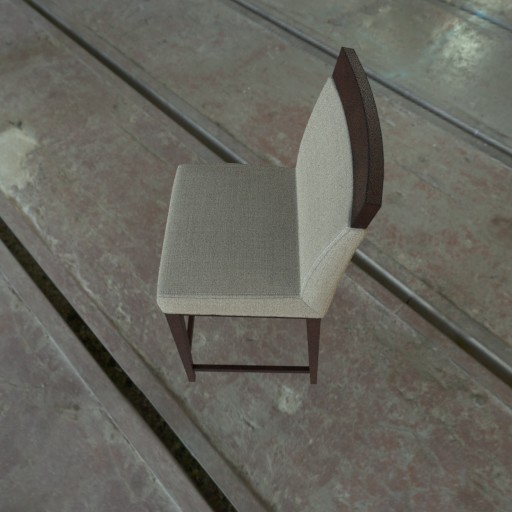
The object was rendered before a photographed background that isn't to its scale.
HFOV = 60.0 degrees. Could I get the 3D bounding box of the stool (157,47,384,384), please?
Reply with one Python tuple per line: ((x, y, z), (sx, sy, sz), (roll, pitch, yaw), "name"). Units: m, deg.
((0.000, 0.000, 1.278), (0.480, 1.011, 0.463), (1, 57, 1), "stool")
